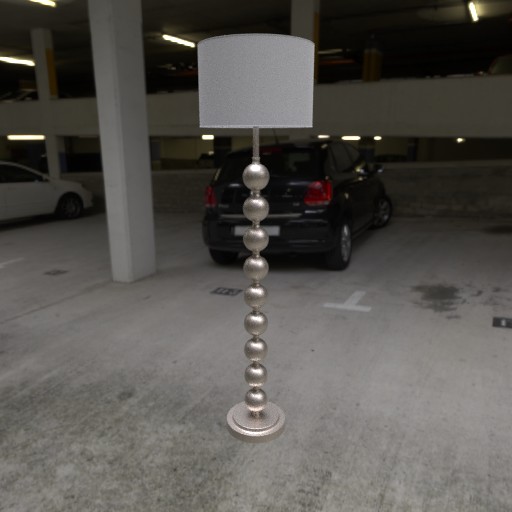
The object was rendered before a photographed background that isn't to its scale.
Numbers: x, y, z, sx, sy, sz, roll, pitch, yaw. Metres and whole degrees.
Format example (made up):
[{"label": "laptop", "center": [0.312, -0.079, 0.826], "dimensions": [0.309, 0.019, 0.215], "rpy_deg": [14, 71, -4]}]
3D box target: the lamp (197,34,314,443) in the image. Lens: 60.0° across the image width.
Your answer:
[{"label": "lamp", "center": [0.000, 0.000, 1.684], "dimensions": [0.394, 1.474, 0.394], "rpy_deg": [8, 17, 27]}]
